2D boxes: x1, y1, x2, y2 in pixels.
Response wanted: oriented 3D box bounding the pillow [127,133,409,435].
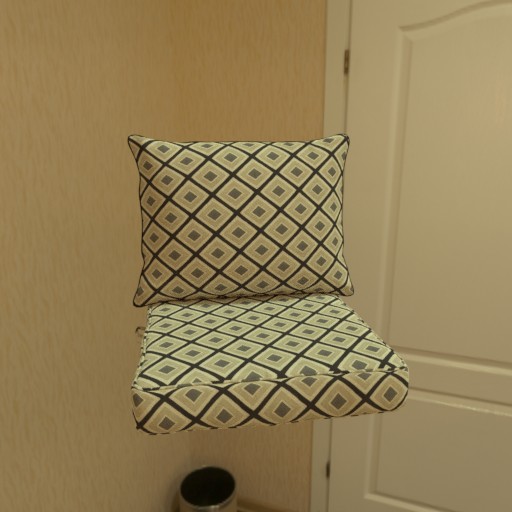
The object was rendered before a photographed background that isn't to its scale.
[{"bbox_3d":[0.000,0.000,1.335,0.798,0.722,0.733,-2,15,-9],"label":"pillow"}]
